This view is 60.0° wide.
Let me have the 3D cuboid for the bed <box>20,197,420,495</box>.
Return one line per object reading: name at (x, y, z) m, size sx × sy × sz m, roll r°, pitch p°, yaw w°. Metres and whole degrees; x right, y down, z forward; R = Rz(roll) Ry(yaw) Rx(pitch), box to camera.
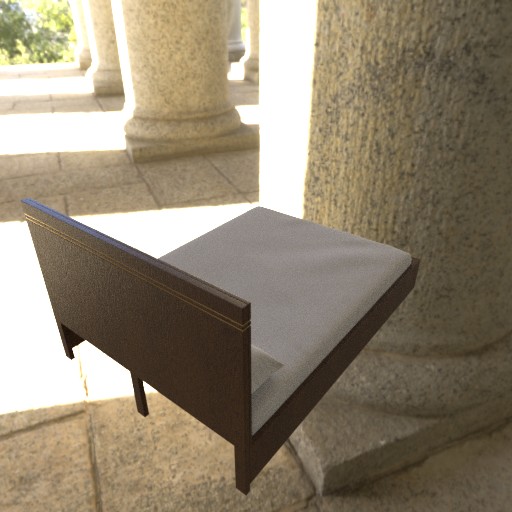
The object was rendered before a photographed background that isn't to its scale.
bed at (0.000, 0.000, 3.101) m, size 1.613 × 1.169 × 2.221 m, roll 22°, pitch 37°, yaw 32°
